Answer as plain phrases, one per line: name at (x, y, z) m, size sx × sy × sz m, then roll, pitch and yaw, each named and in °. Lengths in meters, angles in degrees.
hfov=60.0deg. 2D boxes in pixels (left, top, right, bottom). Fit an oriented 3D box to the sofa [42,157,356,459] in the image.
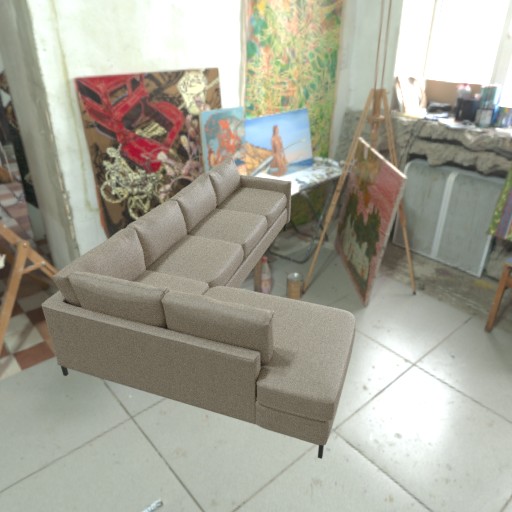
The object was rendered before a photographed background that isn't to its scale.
sofa at (0.000, 0.000, 3.167) m, size 1.617 × 0.703 × 2.423 m, roll 10°, pitch 31°, yaw 17°
